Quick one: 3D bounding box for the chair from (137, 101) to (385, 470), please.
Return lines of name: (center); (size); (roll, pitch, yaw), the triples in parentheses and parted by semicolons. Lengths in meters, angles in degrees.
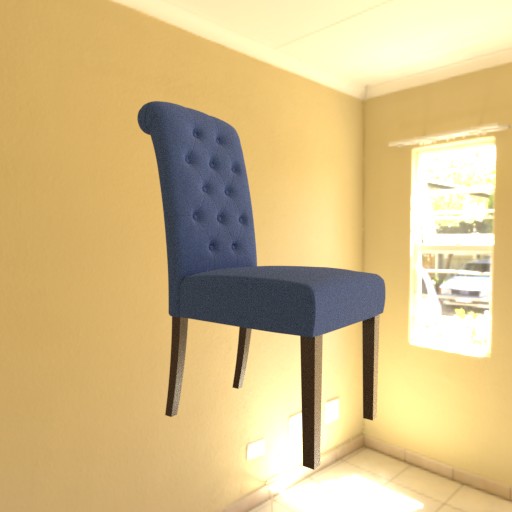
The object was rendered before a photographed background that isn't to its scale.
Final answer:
chair: (0.000, 0.000, 1.399); (0.671, 1.006, 0.456); (1, 2, 36)
